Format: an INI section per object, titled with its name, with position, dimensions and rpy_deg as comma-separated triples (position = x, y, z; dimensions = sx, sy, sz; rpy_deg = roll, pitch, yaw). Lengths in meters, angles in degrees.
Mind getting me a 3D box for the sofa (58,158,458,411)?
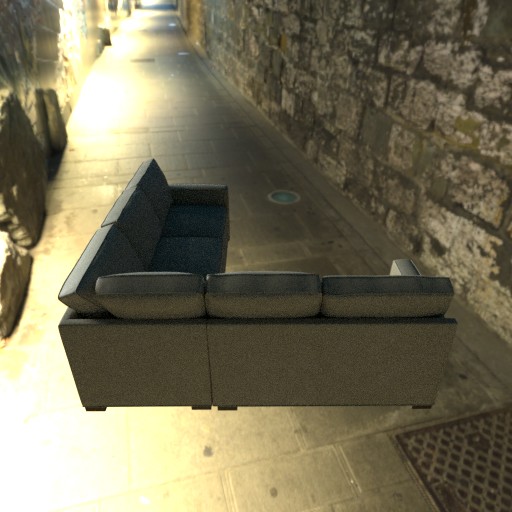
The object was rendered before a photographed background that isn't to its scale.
[sofa]
position = 0.000, 0.000, 3.437
dimensions = 2.188, 0.936, 2.211
rpy_deg = -1, 32, -1
